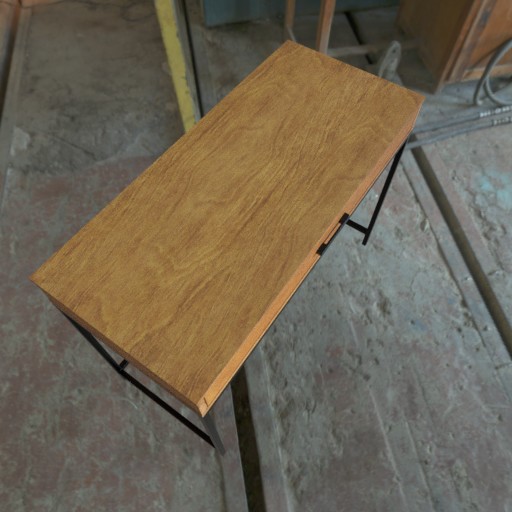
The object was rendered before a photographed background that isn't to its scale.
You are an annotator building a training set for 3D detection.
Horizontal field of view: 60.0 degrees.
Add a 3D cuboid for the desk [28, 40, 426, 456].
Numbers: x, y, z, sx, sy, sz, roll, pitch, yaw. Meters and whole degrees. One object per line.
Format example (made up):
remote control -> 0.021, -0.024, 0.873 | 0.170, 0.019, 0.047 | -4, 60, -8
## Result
desk -> 0.000, 0.000, 1.412 | 0.470, 0.762, 1.016 | 31, 64, 17
